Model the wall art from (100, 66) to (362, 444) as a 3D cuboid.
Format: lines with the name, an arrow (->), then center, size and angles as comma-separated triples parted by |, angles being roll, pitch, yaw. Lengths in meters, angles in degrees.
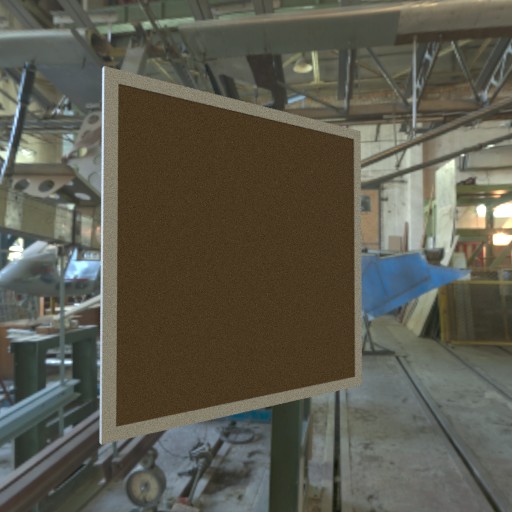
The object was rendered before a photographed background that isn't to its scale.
wall art -> 0.000, 0.000, 1.190 | 0.812, 0.812, 0.015 | 1, -1, -35
